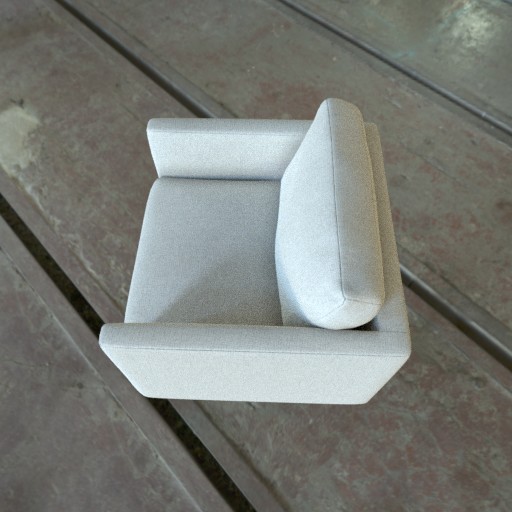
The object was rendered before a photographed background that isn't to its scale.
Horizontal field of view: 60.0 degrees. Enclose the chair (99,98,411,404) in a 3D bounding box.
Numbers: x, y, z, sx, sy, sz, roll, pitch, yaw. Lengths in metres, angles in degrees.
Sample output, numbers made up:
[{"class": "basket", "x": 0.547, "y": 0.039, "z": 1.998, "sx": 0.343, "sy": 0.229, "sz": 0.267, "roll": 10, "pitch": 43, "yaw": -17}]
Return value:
[{"class": "chair", "x": 0.000, "y": 0.000, "z": 1.752, "sx": 0.959, "sy": 0.919, "sz": 0.996, "roll": 2, "pitch": 59, "yaw": 1}]
